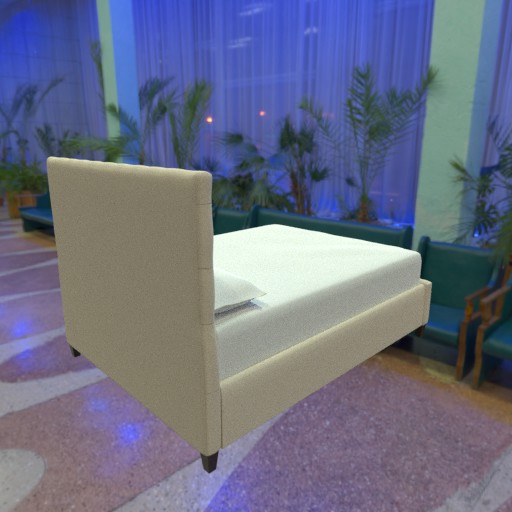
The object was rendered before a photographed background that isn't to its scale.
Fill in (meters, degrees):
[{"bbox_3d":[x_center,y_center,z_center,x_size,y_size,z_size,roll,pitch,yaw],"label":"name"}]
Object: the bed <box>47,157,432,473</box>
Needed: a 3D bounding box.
[{"bbox_3d":[0.000,0.000,3.226,2.233,1.426,1.696,-14,21,-42],"label":"bed"}]
